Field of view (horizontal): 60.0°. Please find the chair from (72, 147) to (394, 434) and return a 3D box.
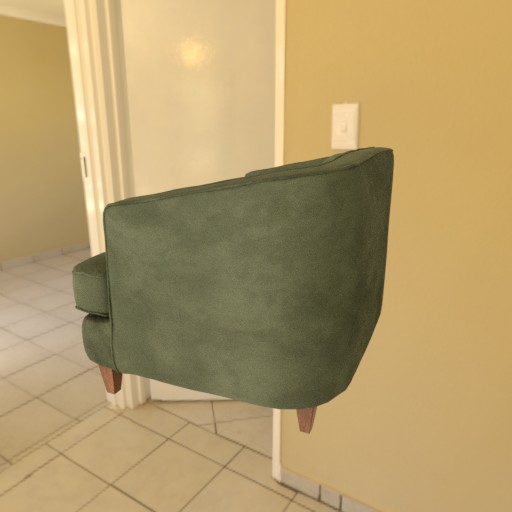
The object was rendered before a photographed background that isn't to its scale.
[{"bbox_3d":[0.000,0.000,1.772,0.941,0.852,1.104,7,18,23],"label":"chair"}]
